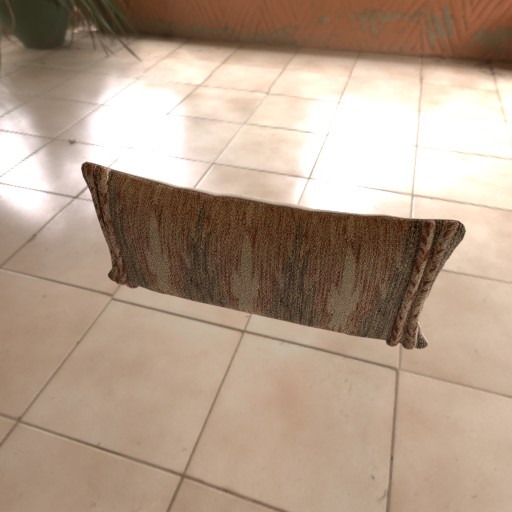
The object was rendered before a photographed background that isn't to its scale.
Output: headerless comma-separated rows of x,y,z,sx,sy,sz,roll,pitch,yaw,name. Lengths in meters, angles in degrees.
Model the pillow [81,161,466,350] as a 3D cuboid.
0.000,0.000,0.769,0.635,0.282,0.139,11,42,12,pillow
